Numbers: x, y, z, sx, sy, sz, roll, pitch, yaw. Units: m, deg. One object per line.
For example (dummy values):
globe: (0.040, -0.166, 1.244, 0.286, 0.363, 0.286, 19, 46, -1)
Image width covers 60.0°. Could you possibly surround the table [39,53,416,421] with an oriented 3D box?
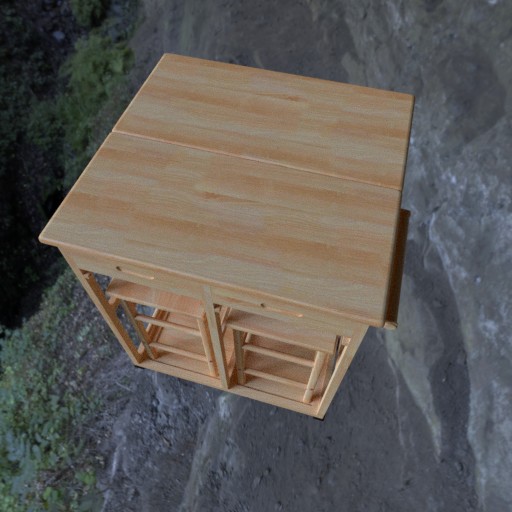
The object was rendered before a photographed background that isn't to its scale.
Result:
table: (0.000, 0.000, 1.392, 0.752, 0.832, 0.693, 13, 57, 9)
